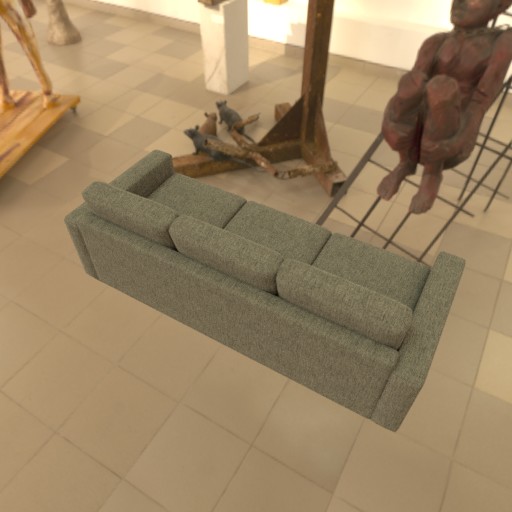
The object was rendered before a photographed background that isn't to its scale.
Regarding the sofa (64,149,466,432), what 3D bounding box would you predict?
[{"bbox_3d":[0.000,0.000,2.631,2.160,0.800,0.900,23,51,20],"label":"sofa"}]
